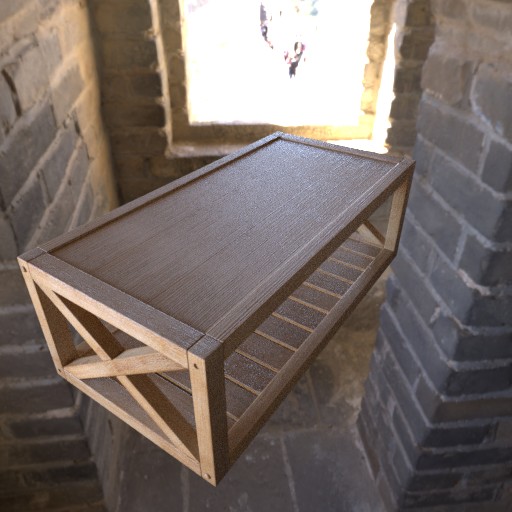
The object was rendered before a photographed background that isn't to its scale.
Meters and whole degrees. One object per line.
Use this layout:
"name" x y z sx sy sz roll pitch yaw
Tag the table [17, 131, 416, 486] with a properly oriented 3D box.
"table" 0.000 0.000 1.607 0.660 0.457 1.321 21 39 28
